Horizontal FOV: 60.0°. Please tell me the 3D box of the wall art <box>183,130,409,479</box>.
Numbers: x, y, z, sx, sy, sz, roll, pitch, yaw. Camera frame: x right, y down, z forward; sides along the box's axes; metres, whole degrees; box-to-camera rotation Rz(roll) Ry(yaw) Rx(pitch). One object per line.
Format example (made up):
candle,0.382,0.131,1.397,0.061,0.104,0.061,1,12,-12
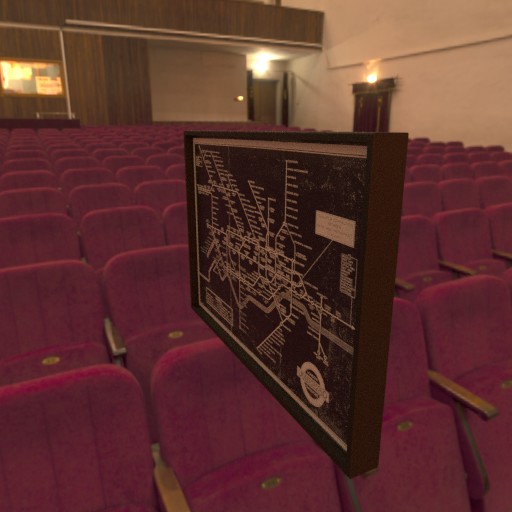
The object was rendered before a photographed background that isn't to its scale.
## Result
wall art,0.000,0.000,0.841,0.051,0.456,0.671,-8,18,-26
